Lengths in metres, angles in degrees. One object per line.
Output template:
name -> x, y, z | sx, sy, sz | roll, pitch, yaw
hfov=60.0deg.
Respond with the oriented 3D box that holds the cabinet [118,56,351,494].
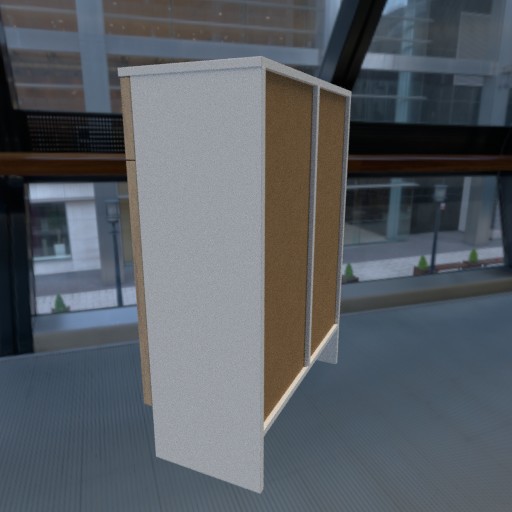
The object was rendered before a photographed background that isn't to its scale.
cabinet -> 0.000, 0.000, 1.110 | 0.296, 0.815, 0.600 | 7, 16, 24
